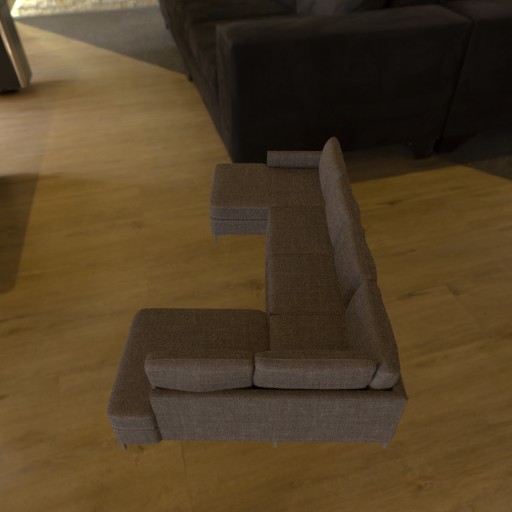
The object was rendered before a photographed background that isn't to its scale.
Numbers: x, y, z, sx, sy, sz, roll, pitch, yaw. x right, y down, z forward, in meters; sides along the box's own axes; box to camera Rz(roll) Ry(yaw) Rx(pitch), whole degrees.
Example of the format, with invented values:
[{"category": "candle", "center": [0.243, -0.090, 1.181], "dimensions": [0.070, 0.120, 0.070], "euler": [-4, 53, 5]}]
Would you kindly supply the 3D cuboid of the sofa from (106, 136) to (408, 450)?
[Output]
[{"category": "sofa", "center": [0.000, 0.000, 4.320], "dimensions": [2.048, 0.999, 3.423], "euler": [0, 42, 0]}]
